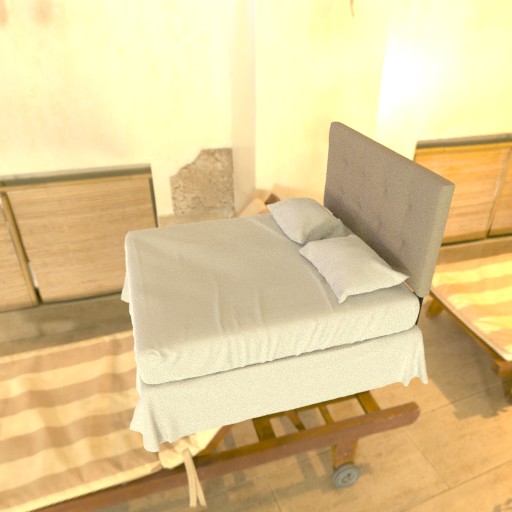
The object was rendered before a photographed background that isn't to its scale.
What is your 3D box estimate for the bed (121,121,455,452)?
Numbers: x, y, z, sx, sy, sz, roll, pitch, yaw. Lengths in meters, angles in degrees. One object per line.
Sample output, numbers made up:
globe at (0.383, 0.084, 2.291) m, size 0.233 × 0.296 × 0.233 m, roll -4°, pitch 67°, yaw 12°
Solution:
bed at (0.000, 0.000, 3.481) m, size 2.222 × 1.577 × 1.936 m, roll -9°, pitch 32°, yaw -14°
